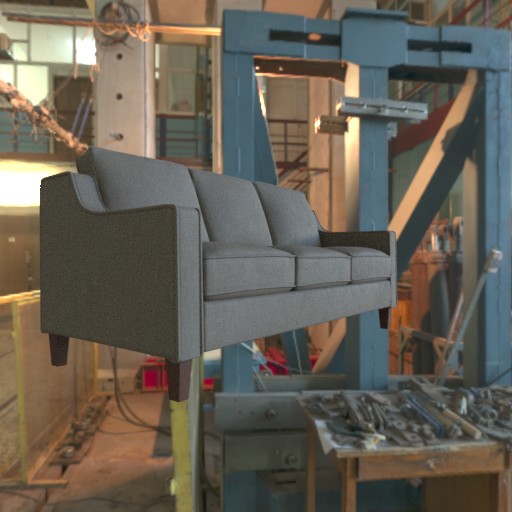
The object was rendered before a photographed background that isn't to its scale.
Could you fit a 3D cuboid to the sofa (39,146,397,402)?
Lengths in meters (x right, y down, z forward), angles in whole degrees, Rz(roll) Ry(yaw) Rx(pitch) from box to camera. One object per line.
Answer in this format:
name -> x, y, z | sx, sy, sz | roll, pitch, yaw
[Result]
sofa -> 0.000, 0.000, 2.475 | 0.911, 0.974, 1.986 | 0, 0, 38
